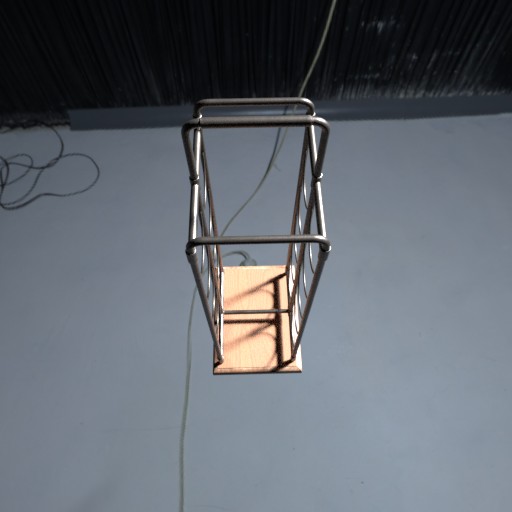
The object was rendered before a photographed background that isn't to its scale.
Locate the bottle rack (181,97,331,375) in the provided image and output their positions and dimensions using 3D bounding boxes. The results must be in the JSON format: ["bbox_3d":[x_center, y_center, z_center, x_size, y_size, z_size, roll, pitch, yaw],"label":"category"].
[{"bbox_3d":[0.000,0.000,0.804,0.208,0.680,0.276,-1,63,-1],"label":"bottle rack"}]
